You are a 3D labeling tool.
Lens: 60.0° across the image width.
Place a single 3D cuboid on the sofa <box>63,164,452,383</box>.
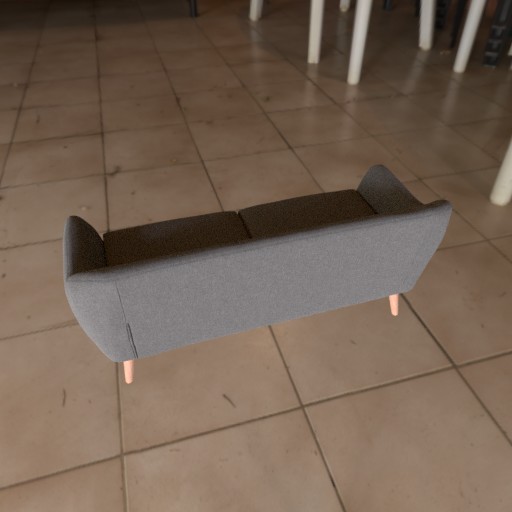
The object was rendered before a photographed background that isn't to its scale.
[{"bbox_3d":[0.000,0.000,2.305,1.840,0.820,0.820,-12,42,-13],"label":"sofa"}]
